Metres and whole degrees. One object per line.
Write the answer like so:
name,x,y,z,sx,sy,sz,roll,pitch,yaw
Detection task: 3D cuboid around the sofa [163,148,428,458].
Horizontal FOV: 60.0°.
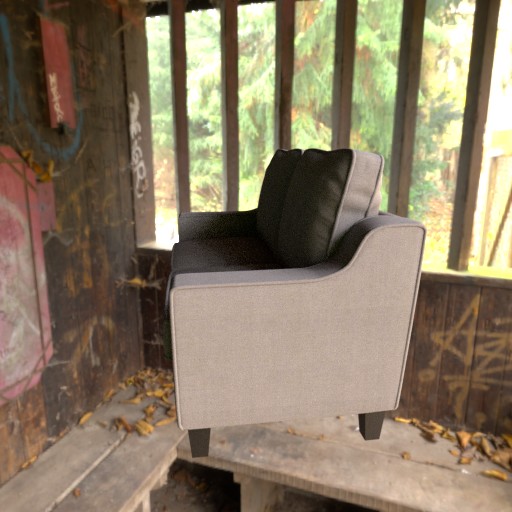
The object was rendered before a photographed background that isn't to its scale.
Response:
sofa,0.000,0.000,2.007,0.791,0.948,1.500,-2,14,-8
